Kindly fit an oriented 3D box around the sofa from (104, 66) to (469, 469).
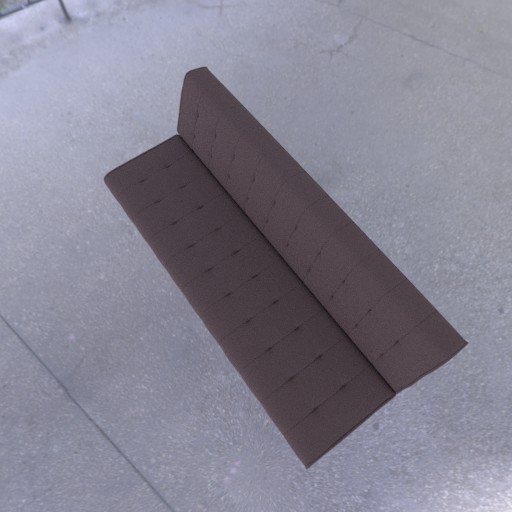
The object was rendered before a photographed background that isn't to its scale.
[{"bbox_3d":[0.000,0.000,2.087,0.747,0.699,1.703,-34,69,-15],"label":"sofa"}]
